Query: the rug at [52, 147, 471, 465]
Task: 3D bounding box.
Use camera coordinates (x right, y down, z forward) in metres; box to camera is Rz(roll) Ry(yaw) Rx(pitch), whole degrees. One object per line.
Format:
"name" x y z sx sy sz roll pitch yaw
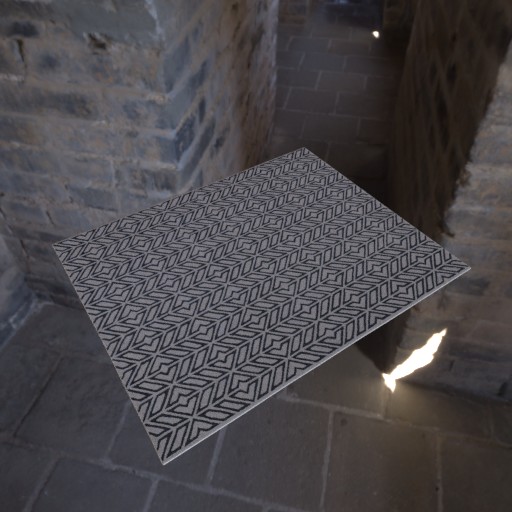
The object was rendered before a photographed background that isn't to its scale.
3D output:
"rug" 0.000 0.000 4.101 3.045 0.008 2.421 -26 51 -23
